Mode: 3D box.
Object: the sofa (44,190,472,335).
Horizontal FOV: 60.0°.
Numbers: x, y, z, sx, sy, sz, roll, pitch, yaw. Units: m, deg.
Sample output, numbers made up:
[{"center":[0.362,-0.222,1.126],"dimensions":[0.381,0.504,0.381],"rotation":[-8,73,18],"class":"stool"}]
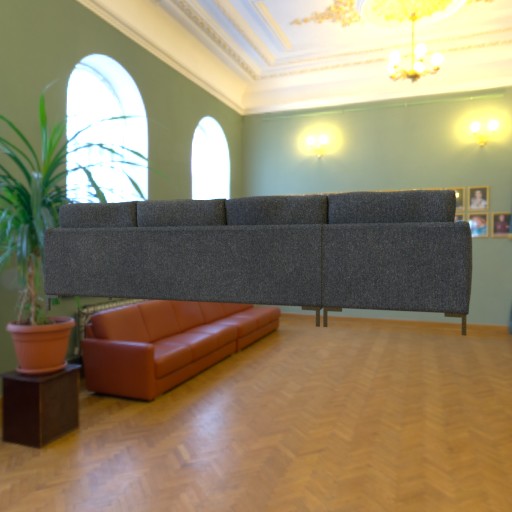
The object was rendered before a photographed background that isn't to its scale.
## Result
[{"center":[0.000,0.000,3.447],"dimensions":[2.932,0.810,1.350],"rotation":[0,1,19],"class":"sofa"}]
